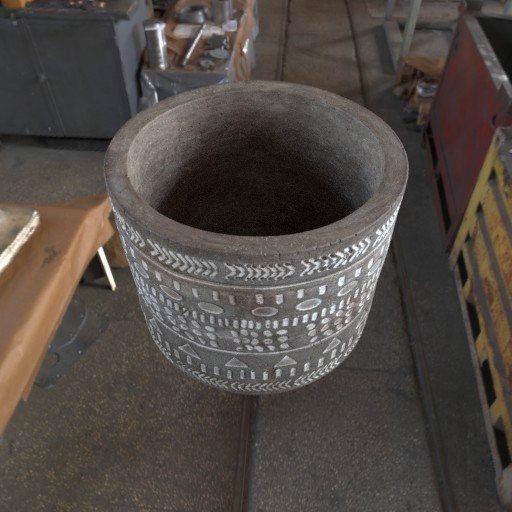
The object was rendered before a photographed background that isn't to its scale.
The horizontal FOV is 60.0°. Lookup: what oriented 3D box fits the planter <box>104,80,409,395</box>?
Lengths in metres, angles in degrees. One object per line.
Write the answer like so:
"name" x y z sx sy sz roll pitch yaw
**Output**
"planter" 0.000 0.000 0.225 0.122 0.128 0.122 0 46 0
